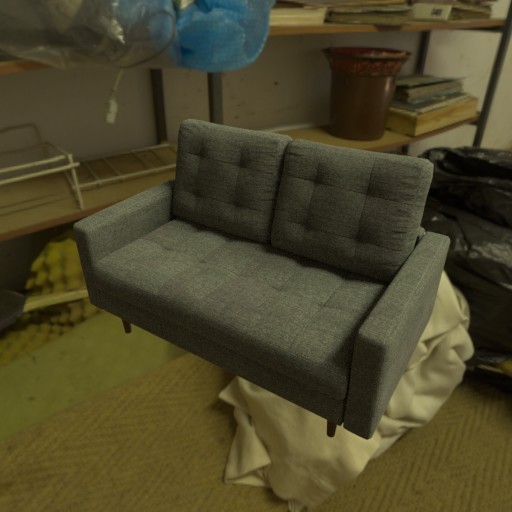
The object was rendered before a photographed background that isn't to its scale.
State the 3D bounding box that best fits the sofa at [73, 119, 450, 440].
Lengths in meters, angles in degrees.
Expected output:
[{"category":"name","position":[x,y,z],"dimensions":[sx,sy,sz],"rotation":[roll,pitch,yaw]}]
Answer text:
[{"category":"sofa","position":[0.000,0.000,1.920],"dimensions":[1.407,0.907,0.842],"rotation":[18,35,28]}]
